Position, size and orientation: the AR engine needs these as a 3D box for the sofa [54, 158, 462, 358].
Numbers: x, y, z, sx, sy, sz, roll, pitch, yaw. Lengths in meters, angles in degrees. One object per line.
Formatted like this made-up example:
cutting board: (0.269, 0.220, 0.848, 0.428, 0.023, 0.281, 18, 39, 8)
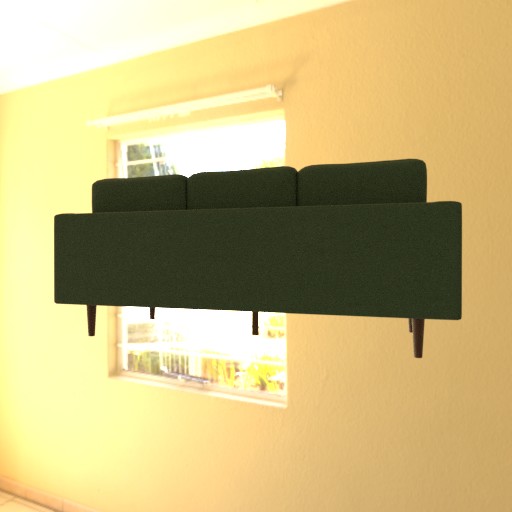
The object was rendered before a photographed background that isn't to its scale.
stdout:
sofa: (0.000, 0.000, 2.523, 2.029, 0.899, 0.879, 0, 0, 17)
